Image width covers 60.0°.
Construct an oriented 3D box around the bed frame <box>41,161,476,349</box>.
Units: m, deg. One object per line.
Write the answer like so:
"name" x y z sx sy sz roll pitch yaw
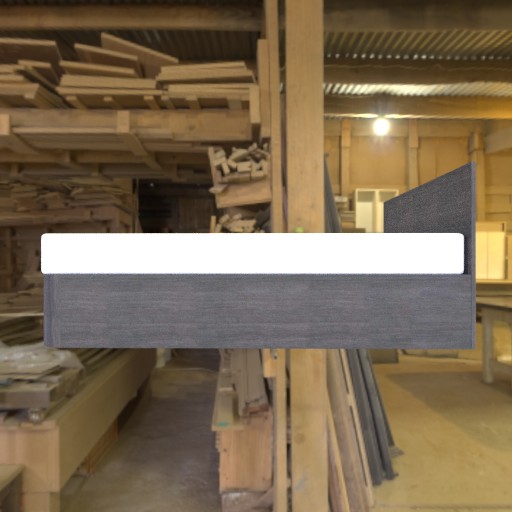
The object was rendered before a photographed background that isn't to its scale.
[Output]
"bed frame" 0.000 0.000 2.606 1.900 0.800 1.400 0 0 1
